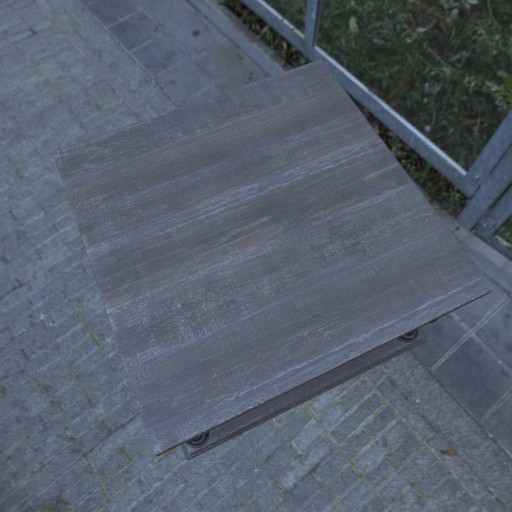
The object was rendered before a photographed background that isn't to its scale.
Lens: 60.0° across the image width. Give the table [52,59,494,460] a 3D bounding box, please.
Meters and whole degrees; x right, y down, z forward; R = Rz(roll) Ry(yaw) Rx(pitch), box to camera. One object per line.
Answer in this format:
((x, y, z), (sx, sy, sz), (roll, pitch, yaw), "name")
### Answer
((0.000, 0.000, 1.113), (0.696, 0.400, 0.696), (-23, 66, -11), "table")
